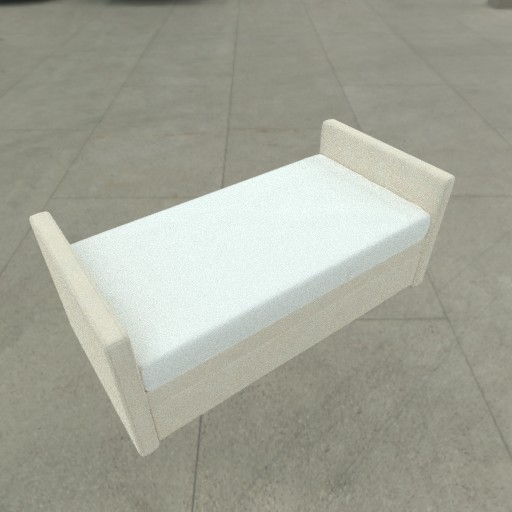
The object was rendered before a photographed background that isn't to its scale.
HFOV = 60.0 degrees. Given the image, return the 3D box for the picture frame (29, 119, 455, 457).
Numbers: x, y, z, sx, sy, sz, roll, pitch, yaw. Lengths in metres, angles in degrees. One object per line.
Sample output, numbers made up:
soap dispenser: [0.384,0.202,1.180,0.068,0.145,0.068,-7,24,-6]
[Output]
picture frame: [0.000,0.000,2.736,2.161,0.891,1.069,-25,46,-27]
